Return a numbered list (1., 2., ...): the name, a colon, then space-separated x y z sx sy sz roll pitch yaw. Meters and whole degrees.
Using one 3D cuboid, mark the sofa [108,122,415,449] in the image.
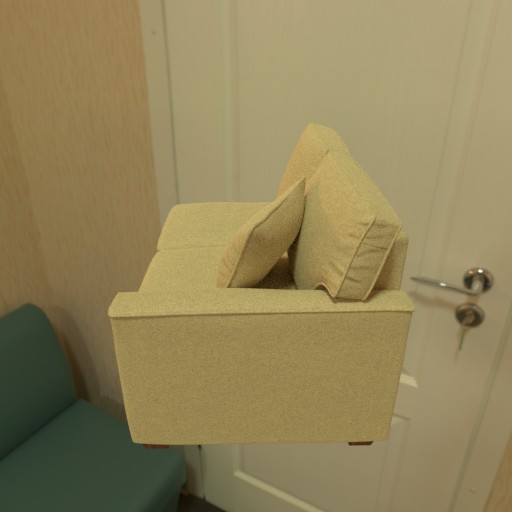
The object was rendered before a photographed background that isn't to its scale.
1. sofa: 0.000 0.000 2.063 0.991 0.989 1.388 -1 27 -1
